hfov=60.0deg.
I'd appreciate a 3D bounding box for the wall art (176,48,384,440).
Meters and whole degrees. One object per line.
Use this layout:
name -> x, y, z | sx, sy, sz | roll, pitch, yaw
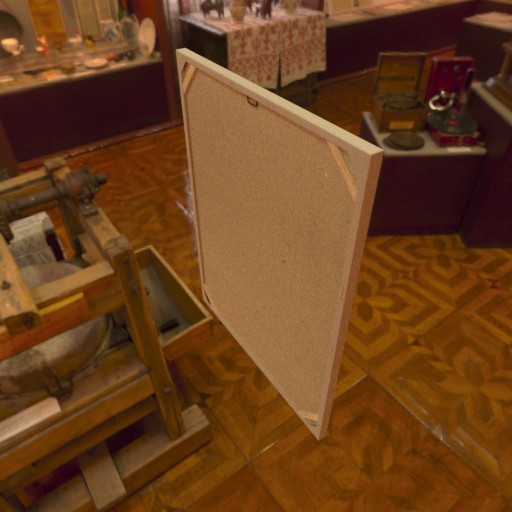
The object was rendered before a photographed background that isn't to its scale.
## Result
wall art -> 0.000, 0.000, 1.614 | 0.038, 1.212, 0.914 | -24, 46, -25
